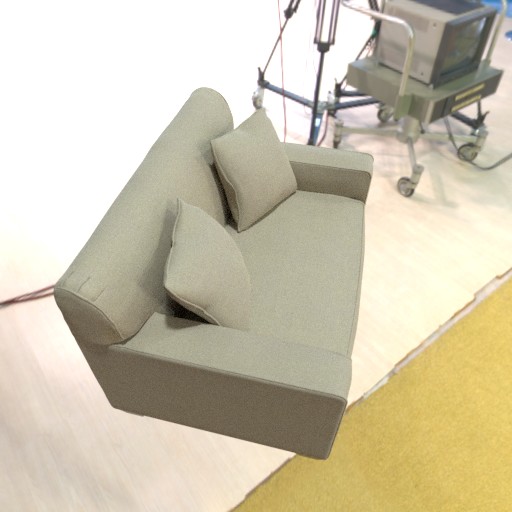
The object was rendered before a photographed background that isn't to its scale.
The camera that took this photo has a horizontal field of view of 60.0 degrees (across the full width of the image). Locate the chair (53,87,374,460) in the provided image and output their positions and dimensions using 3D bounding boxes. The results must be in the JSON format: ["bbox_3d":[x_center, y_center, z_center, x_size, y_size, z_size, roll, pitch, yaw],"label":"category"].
[{"bbox_3d":[0.000,0.000,2.030,1.000,0.948,1.383,10,48,9],"label":"chair"}]
